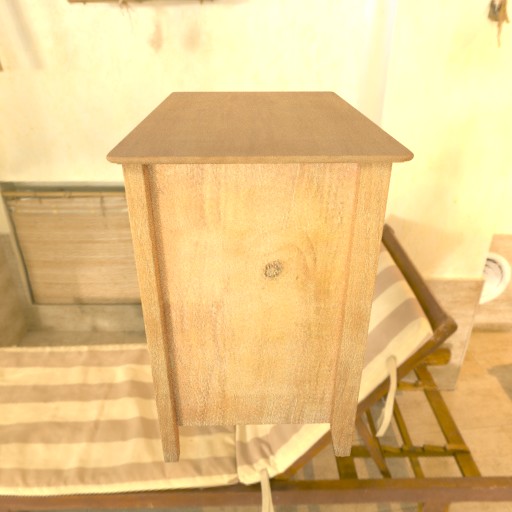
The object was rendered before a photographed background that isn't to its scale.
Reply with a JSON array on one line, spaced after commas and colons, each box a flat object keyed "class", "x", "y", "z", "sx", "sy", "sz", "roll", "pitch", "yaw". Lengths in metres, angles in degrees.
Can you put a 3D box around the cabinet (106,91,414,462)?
[{"class": "cabinet", "x": 0.000, "y": 0.000, "z": 1.224, "sx": 0.503, "sy": 0.762, "sz": 0.763, "roll": -1, "pitch": 28, "yaw": -1}]
